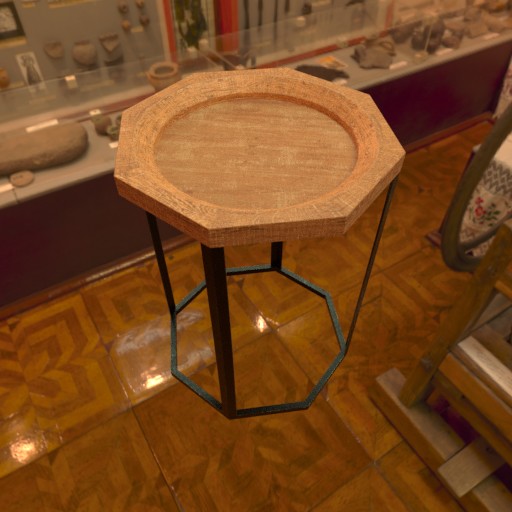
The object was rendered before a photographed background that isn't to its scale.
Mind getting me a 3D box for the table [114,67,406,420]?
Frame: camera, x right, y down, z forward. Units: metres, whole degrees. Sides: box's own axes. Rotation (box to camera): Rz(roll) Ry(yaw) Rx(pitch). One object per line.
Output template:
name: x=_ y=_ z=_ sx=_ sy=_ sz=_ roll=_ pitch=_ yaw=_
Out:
table: x=0.000 y=0.000 z=0.865 sx=0.437 sy=0.553 sz=0.437 roll=-23 pitch=52 yaw=-20
